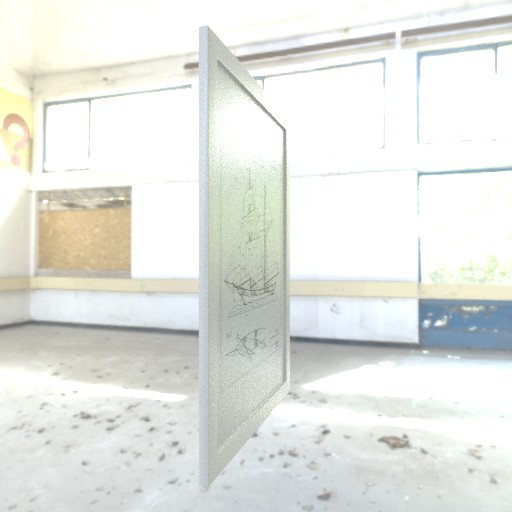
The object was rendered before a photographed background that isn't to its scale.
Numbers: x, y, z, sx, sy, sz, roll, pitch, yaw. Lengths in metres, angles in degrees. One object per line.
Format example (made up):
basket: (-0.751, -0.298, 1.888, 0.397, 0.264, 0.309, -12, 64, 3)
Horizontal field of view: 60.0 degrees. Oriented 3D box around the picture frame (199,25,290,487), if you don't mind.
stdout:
picture frame: (0.000, 0.000, 0.692, 0.012, 0.534, 0.381, 0, 0, 19)
